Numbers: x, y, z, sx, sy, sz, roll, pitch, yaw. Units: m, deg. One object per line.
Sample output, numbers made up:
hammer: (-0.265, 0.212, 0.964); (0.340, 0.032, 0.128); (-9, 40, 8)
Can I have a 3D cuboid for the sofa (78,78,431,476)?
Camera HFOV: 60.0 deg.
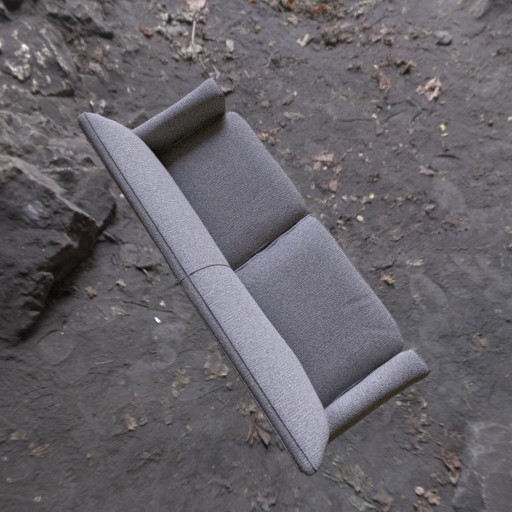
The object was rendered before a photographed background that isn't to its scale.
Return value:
sofa: (0.000, 0.000, 2.495); (0.854, 0.942, 2.026); (-33, 78, -8)
